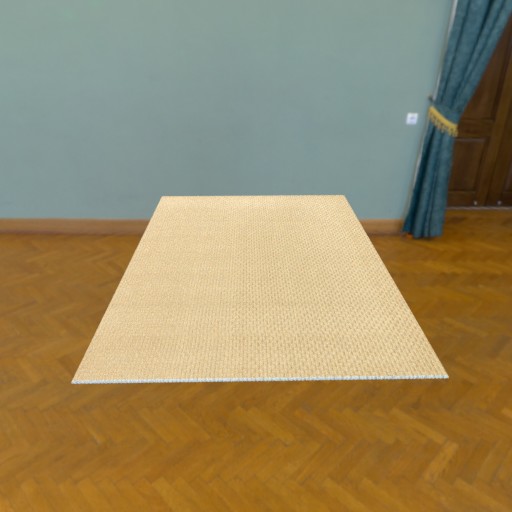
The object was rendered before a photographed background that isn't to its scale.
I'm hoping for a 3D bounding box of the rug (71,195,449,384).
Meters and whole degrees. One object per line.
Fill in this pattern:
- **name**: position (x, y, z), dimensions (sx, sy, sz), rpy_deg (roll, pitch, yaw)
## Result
- **rug**: position (0.000, 0.000, 2.723), dimensions (1.509, 0.013, 2.144), rpy_deg (-1, 28, -1)
